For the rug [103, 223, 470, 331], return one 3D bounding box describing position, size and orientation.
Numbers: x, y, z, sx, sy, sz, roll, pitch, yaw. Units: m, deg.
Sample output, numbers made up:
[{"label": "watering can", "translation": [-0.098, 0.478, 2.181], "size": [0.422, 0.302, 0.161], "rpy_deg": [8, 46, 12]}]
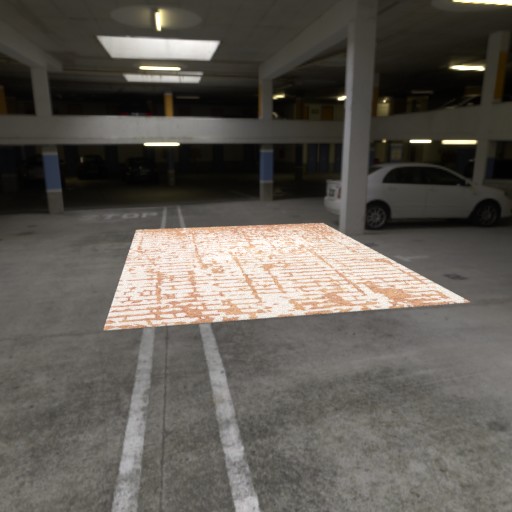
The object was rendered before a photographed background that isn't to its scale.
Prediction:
[{"label": "rug", "translation": [0.000, 0.000, 4.294], "size": [2.441, 0.011, 3.050], "rpy_deg": [-3, 15, -11]}]
